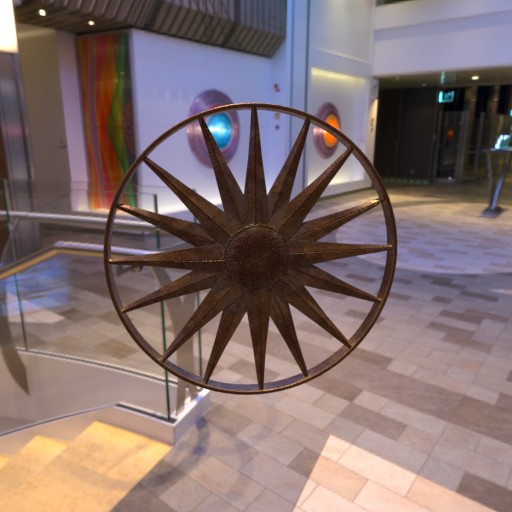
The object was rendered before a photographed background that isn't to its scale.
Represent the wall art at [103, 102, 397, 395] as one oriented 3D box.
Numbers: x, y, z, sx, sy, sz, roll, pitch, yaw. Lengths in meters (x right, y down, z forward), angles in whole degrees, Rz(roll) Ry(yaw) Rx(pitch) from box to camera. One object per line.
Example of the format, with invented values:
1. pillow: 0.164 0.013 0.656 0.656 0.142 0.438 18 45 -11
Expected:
1. wall art: 0.000 0.000 0.887 0.582 0.583 0.084 -2 16 -8
